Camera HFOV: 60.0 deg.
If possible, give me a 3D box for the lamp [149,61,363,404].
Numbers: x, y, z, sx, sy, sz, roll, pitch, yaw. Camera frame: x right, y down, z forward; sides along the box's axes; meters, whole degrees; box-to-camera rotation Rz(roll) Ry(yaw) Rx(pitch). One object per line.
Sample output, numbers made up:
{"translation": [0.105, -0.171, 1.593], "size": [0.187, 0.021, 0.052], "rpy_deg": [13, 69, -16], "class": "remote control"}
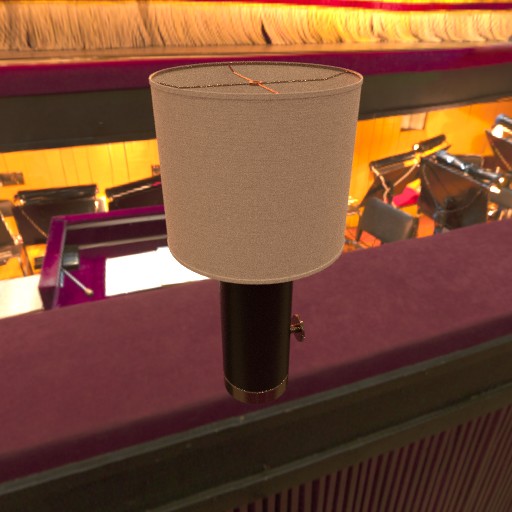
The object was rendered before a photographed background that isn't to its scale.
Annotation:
{"translation": [0.000, 0.000, 0.629], "size": [0.240, 0.482, 0.241], "rpy_deg": [-10, 32, -16], "class": "lamp"}
